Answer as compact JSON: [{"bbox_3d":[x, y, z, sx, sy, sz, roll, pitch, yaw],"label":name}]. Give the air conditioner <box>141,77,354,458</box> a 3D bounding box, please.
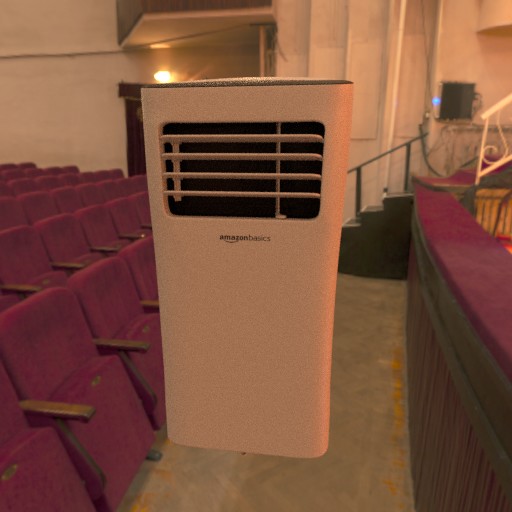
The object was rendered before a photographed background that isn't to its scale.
[{"bbox_3d":[0.000,0.000,0.914,0.352,0.716,0.369,2,14,9],"label":"air conditioner"}]
